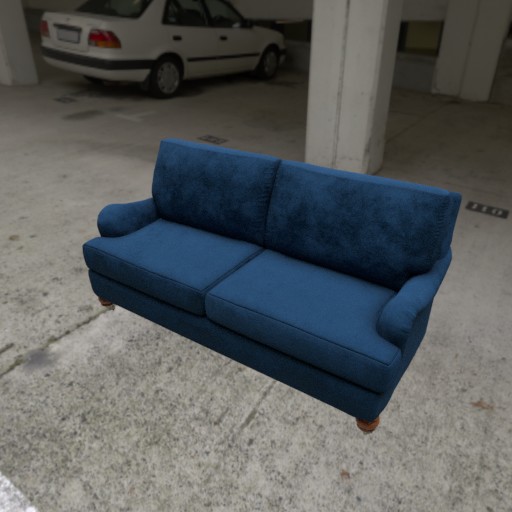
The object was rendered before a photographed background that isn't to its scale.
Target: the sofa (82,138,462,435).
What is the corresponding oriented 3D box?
[{"bbox_3d":[0.000,0.000,2.784,2.141,1.101,1.084,18,34,29],"label":"sofa"}]
